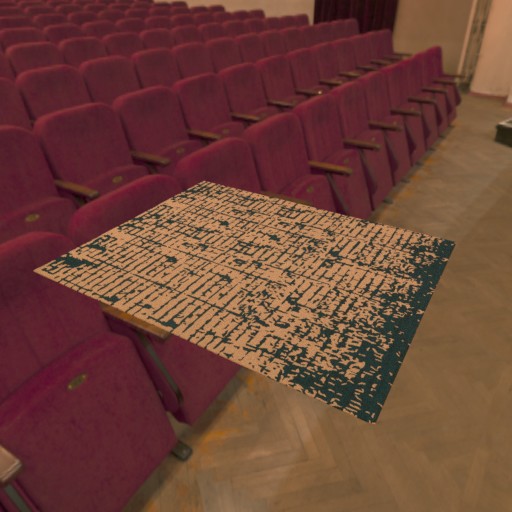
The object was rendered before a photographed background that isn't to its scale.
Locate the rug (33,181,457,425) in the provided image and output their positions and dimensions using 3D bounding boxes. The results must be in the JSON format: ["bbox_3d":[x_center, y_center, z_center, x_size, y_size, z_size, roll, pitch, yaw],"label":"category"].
[{"bbox_3d":[0.000,0.000,4.022,3.017,0.014,2.416,18,35,26],"label":"rug"}]
